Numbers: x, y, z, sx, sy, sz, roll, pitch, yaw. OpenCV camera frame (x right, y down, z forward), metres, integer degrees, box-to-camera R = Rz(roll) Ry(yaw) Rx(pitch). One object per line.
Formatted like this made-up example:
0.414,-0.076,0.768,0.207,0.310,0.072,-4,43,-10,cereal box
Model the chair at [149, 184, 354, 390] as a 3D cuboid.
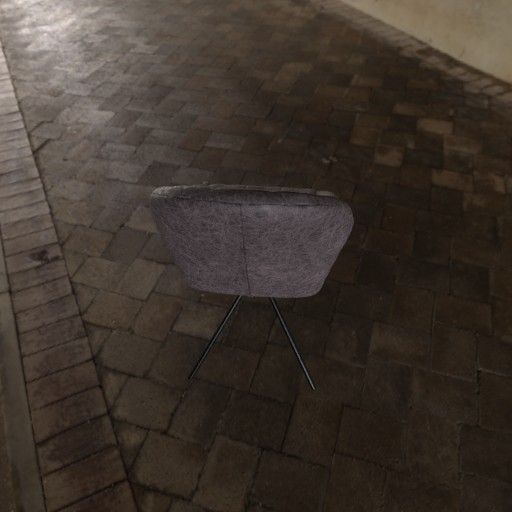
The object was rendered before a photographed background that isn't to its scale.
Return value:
0.000,0.000,1.341,0.527,0.934,0.640,4,46,4,chair
